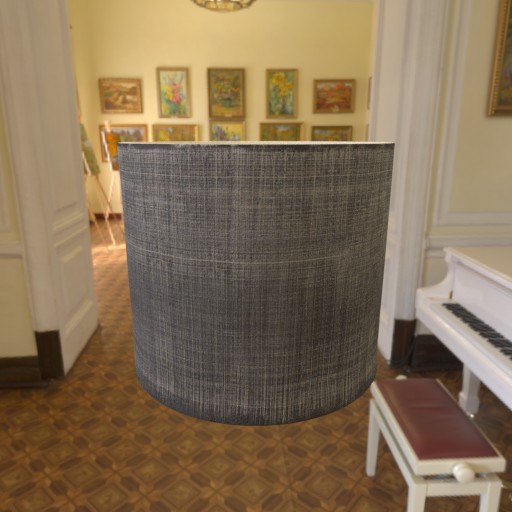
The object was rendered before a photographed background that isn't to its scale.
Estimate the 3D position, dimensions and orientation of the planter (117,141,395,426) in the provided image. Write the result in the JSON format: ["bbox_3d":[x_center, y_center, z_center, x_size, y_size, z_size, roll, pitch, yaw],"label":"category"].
[{"bbox_3d":[0.000,0.000,0.317,0.178,0.157,0.178,0,15,0],"label":"planter"}]
